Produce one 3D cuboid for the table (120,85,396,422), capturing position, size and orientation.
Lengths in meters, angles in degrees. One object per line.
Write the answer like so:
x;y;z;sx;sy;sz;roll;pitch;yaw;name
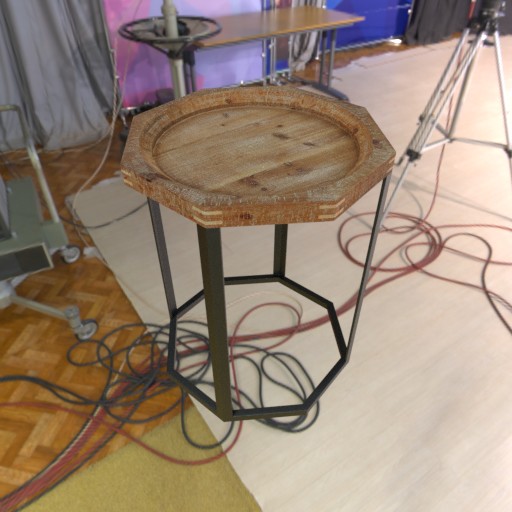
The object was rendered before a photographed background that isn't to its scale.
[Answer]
0.000;0.000;0.918;0.458;0.543;0.458;11;42;13;table
